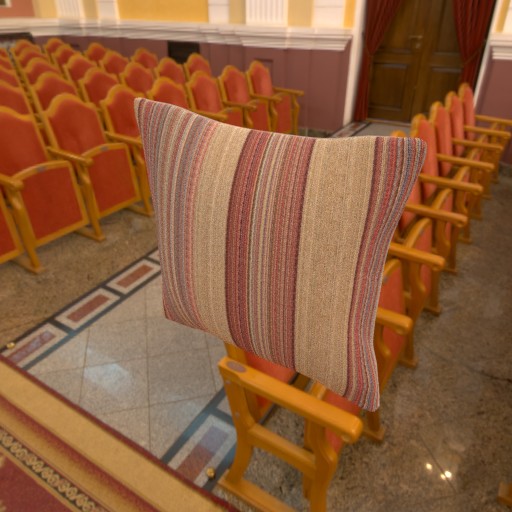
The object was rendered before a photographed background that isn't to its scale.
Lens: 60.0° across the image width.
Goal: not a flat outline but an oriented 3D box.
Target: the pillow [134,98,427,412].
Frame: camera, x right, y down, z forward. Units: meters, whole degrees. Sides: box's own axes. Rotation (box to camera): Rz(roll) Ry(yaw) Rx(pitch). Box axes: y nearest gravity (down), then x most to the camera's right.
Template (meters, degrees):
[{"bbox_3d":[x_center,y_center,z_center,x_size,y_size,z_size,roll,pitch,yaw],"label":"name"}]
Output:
[{"bbox_3d":[0.000,0.000,0.668,0.437,0.419,0.136,18,35,28],"label":"pillow"}]
